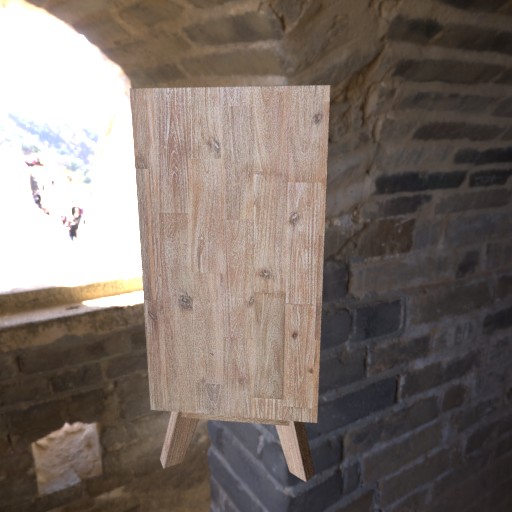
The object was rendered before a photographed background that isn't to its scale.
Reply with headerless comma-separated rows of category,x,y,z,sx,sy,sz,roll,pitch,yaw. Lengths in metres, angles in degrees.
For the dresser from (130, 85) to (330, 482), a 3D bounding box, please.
dresser,0.000,0.000,1.591,0.455,1.029,0.998,2,14,7
